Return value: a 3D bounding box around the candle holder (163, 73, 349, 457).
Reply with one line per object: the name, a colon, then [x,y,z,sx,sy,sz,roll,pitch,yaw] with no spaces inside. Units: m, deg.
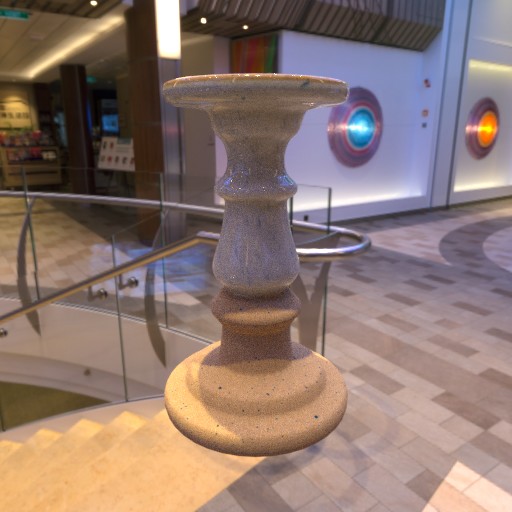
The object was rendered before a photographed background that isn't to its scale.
candle holder: [0.000,0.000,0.278,0.123,0.202,0.123,0,16,0]
